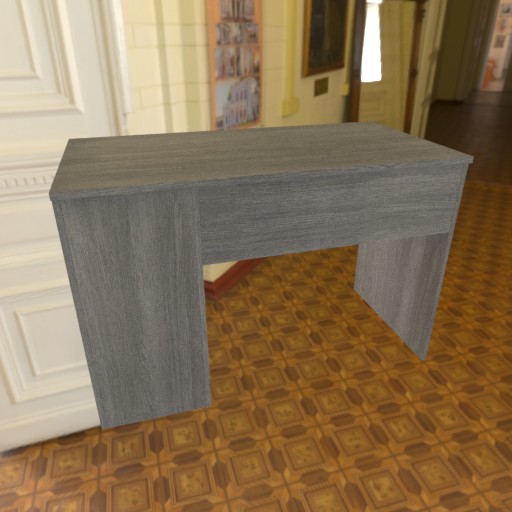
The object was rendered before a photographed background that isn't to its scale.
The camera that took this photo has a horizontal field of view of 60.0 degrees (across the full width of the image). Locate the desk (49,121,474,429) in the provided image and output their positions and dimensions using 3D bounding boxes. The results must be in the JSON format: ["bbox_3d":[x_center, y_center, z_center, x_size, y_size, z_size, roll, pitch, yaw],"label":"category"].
[{"bbox_3d":[0.000,0.000,1.498,1.097,0.735,0.560,-8,28,-15],"label":"desk"}]
